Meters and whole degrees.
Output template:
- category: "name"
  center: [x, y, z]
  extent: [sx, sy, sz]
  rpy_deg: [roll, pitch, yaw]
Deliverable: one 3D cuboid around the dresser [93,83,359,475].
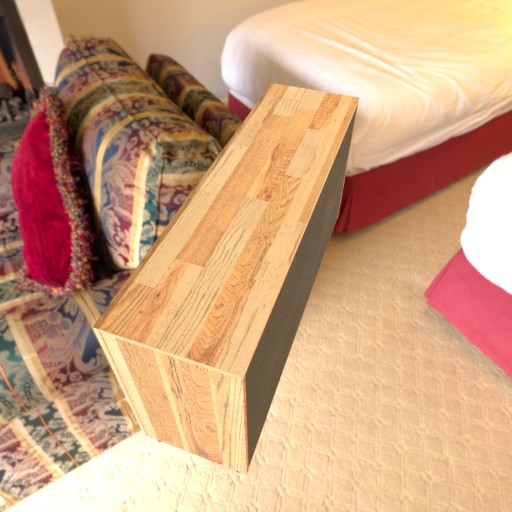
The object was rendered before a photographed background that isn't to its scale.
- category: "dresser"
  center: [0.000, 0.000, 1.972]
  extent: [0.487, 0.834, 1.547]
  rpy_deg: [15, 49, 13]
